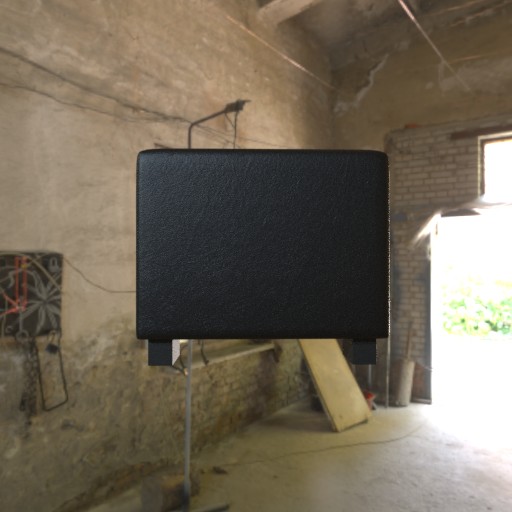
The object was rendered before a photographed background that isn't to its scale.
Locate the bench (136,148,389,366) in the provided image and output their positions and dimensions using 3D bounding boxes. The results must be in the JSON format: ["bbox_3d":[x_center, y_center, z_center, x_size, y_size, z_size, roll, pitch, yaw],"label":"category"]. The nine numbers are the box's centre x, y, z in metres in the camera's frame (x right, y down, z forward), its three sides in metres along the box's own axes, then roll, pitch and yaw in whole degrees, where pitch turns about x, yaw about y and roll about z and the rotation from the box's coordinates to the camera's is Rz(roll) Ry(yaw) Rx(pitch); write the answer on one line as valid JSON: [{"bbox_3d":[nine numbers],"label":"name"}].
[{"bbox_3d":[0.000,0.000,1.515,0.508,0.445,1.296,0,0,-1],"label":"bench"}]
